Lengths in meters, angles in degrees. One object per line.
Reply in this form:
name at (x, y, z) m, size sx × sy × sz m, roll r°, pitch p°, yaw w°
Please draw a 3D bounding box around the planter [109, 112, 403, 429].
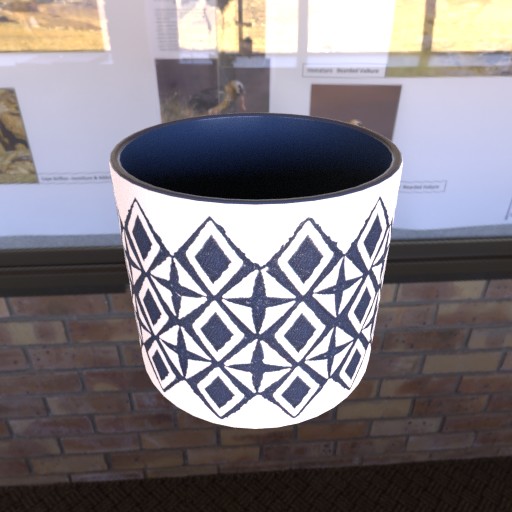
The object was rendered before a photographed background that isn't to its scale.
planter at (0.000, 0.000, 0.324) m, size 0.182 × 0.165 × 0.182 m, roll 0°, pitch 31°, yaw 0°
